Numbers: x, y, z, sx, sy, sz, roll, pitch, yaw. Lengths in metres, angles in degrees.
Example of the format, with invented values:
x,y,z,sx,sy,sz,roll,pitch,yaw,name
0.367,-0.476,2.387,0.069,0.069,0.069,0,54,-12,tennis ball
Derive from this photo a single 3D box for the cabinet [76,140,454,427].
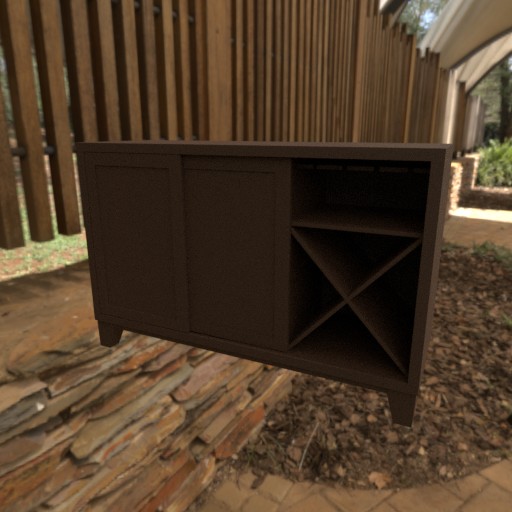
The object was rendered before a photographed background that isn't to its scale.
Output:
x,y,z,sx,sy,sz,roll,pitch,yaw,name
0.000,0.000,1.850,1.396,0.914,0.482,7,17,24,cabinet
